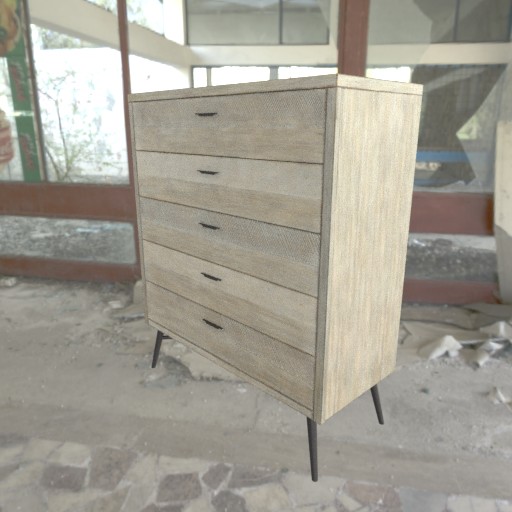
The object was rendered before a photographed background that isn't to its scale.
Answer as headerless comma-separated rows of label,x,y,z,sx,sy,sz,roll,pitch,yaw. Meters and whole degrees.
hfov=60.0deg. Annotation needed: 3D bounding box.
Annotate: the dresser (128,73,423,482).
dresser,0.000,0.000,1.732,0.457,1.219,1.016,-15,22,-42
